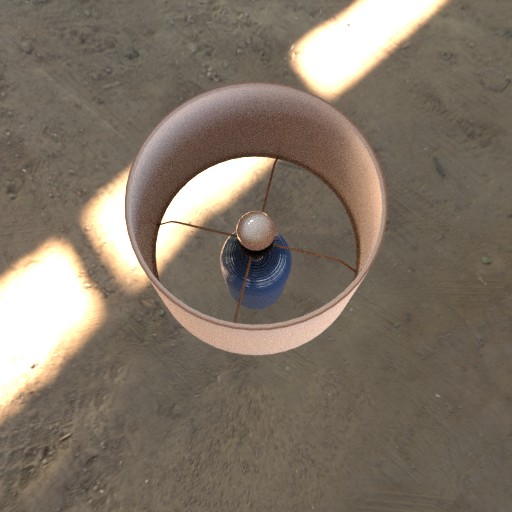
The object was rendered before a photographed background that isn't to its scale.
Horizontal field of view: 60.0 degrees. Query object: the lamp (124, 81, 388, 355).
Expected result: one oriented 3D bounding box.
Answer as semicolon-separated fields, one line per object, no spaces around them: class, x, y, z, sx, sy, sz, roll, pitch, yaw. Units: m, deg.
lamp;0.000;0.000;0.834;0.367;0.609;0.367;0;76;0
